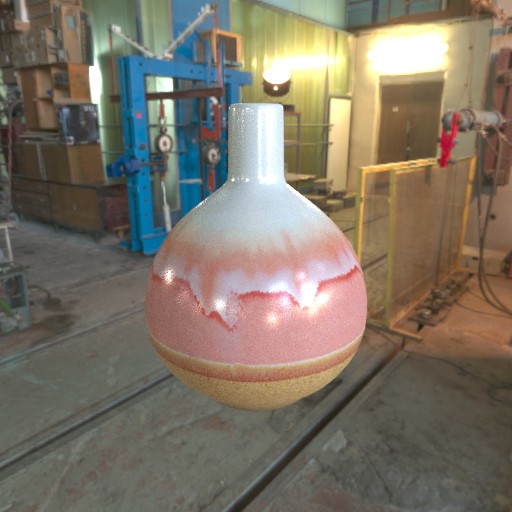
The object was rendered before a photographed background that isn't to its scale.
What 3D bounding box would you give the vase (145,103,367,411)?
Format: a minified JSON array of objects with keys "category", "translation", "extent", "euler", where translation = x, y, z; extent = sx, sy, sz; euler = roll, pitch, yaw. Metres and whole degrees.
[{"category":"vase","translation":[0.000,0.000,0.272],"extent":[0.137,0.176,0.137],"euler":[0,16,0]}]
